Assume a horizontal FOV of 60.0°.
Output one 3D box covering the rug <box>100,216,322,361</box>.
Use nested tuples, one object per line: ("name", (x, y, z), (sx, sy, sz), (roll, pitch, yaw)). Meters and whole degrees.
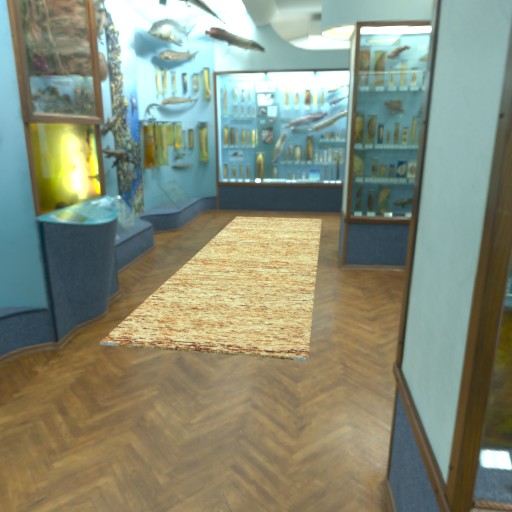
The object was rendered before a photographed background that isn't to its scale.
("rug", (0.000, 0.000, 2.448), (0.680, 0.014, 2.237), (2, 16, 9))
